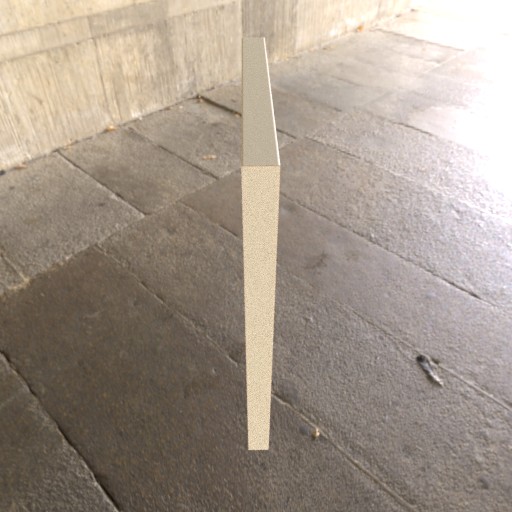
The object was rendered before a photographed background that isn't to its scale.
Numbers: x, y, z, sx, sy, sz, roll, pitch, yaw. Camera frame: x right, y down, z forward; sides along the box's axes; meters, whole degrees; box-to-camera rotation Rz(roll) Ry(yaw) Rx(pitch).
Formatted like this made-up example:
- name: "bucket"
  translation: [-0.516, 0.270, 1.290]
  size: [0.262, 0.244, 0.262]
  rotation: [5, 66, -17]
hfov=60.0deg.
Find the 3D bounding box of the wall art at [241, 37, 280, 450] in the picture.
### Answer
- name: "wall art"
  translation: [0.000, 0.000, 0.790]
  size: [0.038, 0.608, 0.418]
  rotation: [-1, 42, -1]
